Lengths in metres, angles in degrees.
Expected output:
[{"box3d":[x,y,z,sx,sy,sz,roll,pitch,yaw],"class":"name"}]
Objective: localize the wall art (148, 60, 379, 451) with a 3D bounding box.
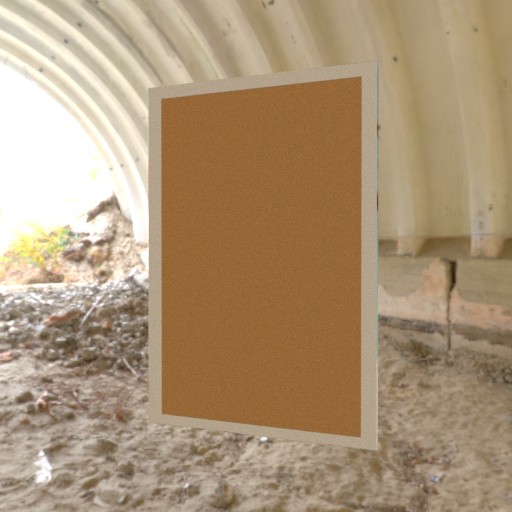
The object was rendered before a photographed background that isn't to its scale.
[{"box3d":[0.000,0.000,1.140,0.605,0.915,0.037,0,1,17],"class":"wall art"}]
